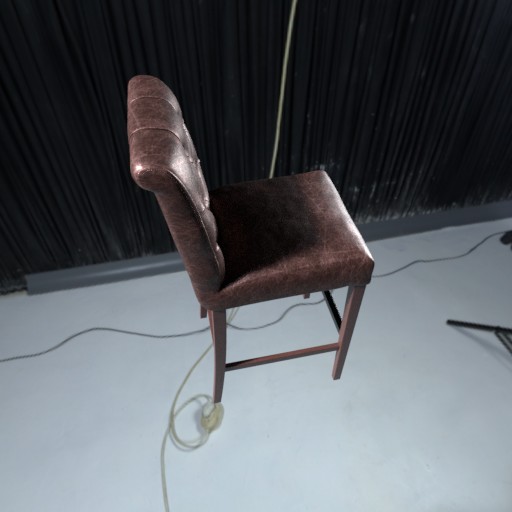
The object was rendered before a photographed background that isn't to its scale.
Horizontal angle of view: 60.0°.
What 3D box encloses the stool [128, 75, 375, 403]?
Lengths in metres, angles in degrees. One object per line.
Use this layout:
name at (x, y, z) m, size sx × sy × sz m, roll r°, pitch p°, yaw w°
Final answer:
stool at (0.000, 0.000, 1.557) m, size 0.659 × 1.168 × 0.483 m, roll -9°, pitch 47°, yaw -8°
